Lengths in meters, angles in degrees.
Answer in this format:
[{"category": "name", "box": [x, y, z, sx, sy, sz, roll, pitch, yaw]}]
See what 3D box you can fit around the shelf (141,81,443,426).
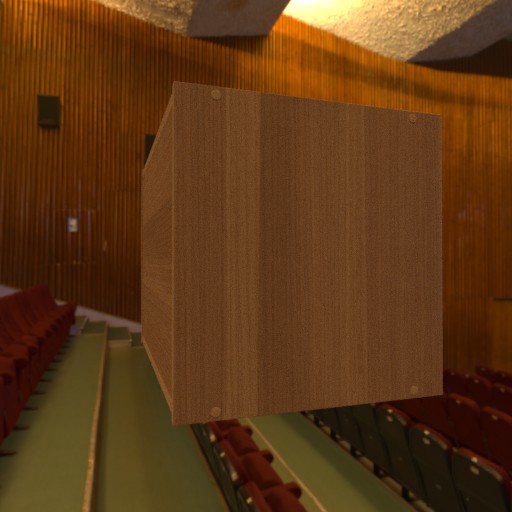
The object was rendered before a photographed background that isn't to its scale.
[{"category": "shelf", "box": [0.000, 0.000, 0.634, 0.290, 0.305, 0.415, 0, -1, -18]}]
